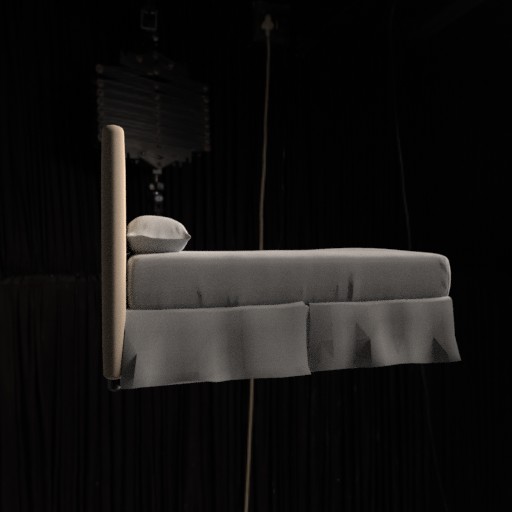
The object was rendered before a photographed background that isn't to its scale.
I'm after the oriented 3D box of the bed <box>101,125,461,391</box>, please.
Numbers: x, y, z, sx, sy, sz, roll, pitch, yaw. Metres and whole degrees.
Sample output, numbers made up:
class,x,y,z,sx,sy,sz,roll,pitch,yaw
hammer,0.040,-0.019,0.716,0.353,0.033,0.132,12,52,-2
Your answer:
class,x,y,z,sx,sy,sz,roll,pitch,yaw
bed,0.000,0.000,3.304,2.142,1.330,1.884,0,1,-18
